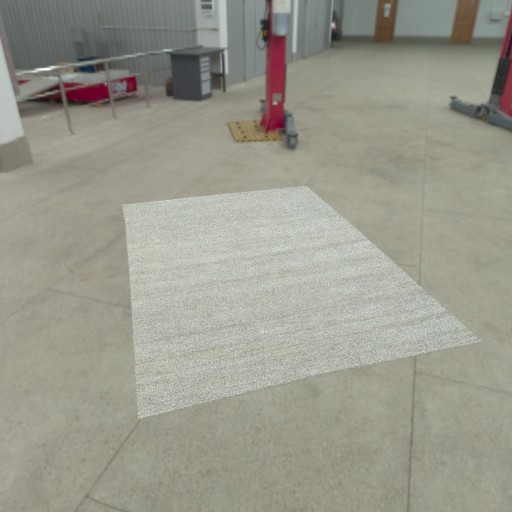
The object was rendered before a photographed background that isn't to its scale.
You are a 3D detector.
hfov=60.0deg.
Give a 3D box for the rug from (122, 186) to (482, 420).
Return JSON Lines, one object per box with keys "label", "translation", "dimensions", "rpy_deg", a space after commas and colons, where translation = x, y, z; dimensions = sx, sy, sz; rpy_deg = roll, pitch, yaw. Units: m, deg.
{"label": "rug", "translation": [0.000, 0.000, 2.875], "dimensions": [1.624, 0.030, 2.264], "rpy_deg": [-8, 30, -14]}
